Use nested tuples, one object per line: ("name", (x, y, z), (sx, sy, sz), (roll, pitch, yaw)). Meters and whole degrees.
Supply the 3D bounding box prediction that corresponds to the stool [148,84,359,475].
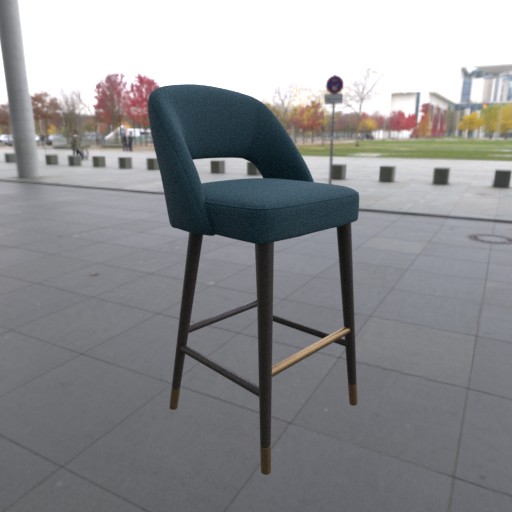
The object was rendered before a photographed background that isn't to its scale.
("stool", (0.000, 0.000, 1.380), (0.522, 1.032, 0.536), (14, 21, 42))
